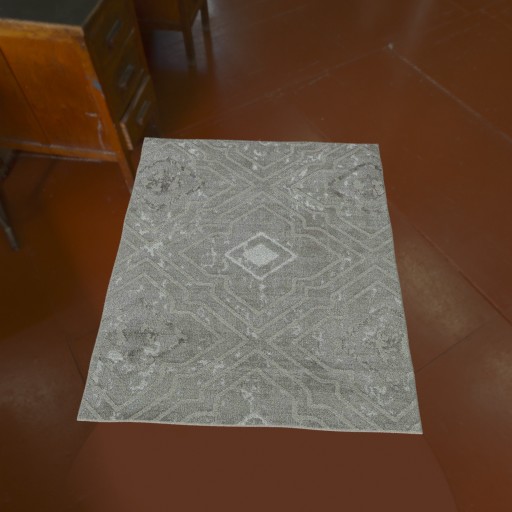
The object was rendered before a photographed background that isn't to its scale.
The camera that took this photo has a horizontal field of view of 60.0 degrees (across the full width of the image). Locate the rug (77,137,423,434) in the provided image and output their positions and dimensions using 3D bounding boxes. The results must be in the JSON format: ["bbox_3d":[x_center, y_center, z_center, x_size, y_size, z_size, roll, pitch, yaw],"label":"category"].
[{"bbox_3d":[0.000,0.000,0.868,0.548,0.006,0.639,2,58,1],"label":"rug"}]
